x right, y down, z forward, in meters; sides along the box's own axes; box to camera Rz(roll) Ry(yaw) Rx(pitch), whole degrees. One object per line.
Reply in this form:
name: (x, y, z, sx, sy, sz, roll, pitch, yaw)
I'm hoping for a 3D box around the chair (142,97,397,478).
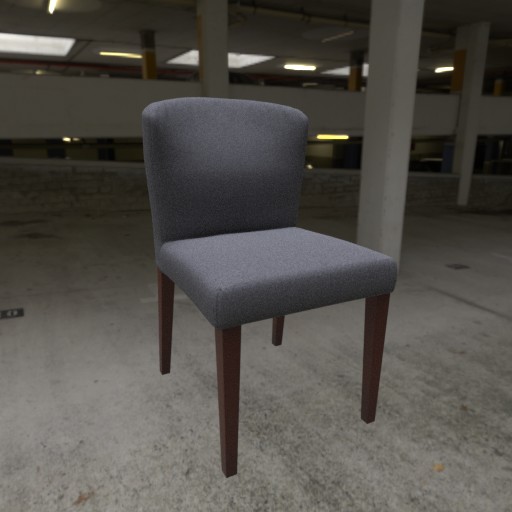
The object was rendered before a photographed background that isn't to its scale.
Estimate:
chair: (0.000, 0.000, 1.200, 0.491, 0.839, 0.592, -8, 18, -27)
